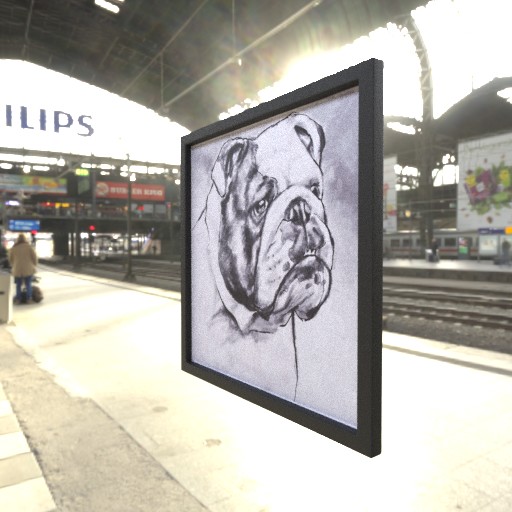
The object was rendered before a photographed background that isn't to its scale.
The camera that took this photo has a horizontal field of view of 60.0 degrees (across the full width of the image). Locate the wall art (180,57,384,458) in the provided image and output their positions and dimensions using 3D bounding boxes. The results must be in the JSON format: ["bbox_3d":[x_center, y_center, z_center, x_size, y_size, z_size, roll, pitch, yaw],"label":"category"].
[{"bbox_3d":[0.000,0.000,0.685,0.022,0.453,0.456,-1,2,-37],"label":"wall art"}]
